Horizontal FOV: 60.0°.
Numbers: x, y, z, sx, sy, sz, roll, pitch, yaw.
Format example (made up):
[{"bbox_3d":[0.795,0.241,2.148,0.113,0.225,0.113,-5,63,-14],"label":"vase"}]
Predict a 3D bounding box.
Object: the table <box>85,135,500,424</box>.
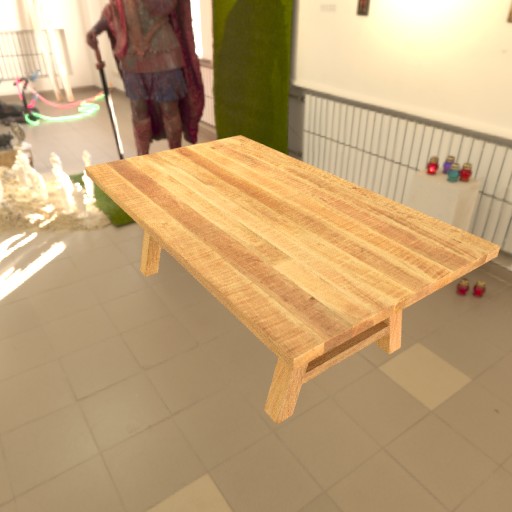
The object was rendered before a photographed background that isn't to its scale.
[{"bbox_3d":[0.000,0.000,1.643,0.760,0.455,1.320,-21,37,-30],"label":"table"}]
